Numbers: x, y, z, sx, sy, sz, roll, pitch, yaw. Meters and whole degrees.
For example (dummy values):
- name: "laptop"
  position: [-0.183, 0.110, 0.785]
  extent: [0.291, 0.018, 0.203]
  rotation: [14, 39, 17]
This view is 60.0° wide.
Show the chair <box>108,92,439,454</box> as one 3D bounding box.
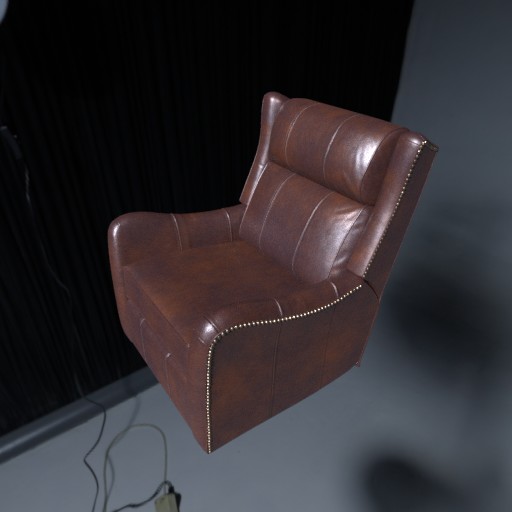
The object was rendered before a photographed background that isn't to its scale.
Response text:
- name: "chair"
  position: [0.000, 0.000, 1.828]
  extent: [1.008, 1.084, 0.869]
  rotation: [-20, 37, -29]
